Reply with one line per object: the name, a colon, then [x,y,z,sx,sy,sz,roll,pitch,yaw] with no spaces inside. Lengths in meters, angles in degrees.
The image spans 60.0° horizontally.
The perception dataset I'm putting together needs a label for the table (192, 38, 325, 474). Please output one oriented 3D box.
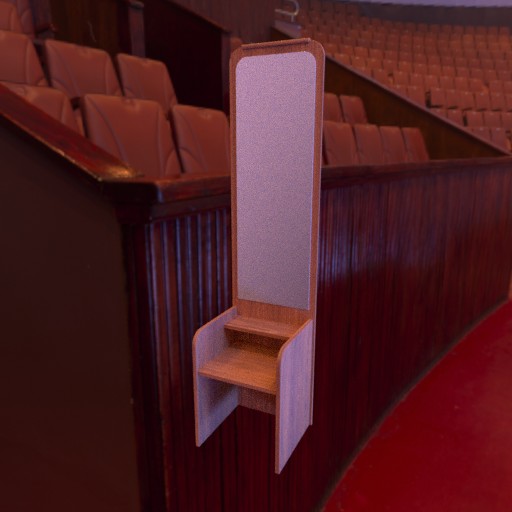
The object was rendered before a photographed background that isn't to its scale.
table: [0.000,0.000,1.981,0.450,1.830,0.420,7,16,25]
